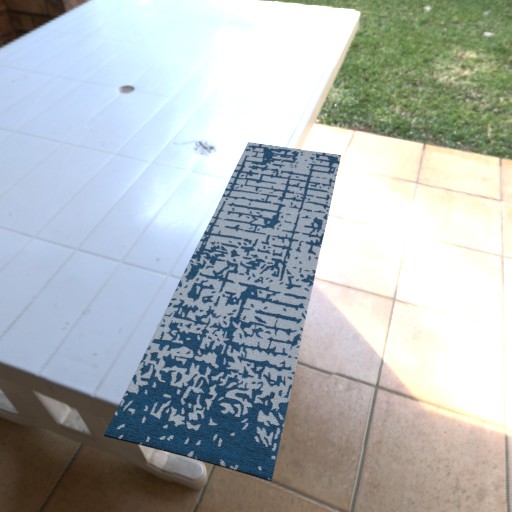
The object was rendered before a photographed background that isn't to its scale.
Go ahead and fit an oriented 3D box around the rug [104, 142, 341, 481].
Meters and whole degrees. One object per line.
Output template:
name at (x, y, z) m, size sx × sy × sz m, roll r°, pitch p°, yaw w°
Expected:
rug at (0.000, 0.000, 2.683) m, size 0.750 × 0.011 × 2.435 m, roll 10°, pitch 47°, yaw 10°
